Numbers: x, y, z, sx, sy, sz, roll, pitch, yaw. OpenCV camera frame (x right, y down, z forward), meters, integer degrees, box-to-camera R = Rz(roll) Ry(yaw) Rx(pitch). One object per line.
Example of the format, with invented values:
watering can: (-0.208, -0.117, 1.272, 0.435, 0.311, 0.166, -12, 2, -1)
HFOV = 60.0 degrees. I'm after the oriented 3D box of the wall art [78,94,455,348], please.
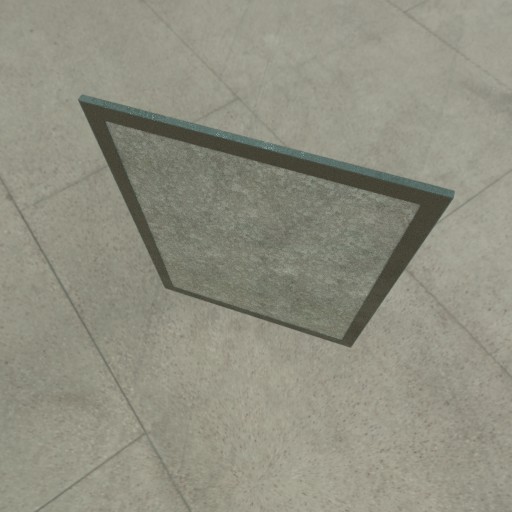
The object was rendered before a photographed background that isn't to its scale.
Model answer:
wall art: (0.000, 0.000, 1.302, 0.767, 0.983, 0.030, 17, 64, 8)
